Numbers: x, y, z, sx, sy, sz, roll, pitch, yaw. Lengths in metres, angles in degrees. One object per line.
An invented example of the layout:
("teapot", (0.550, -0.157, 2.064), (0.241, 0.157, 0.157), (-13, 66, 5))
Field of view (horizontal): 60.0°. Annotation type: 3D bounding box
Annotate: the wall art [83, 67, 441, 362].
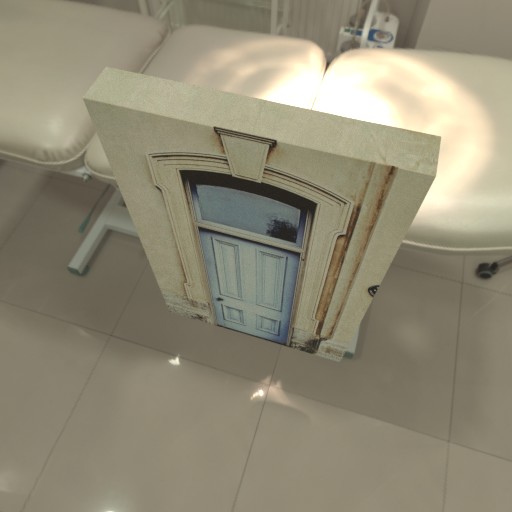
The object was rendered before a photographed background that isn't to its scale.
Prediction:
("wall art", (0.000, 0.000, 0.476), (0.254, 0.381, 0.038), (15, 60, 9))
